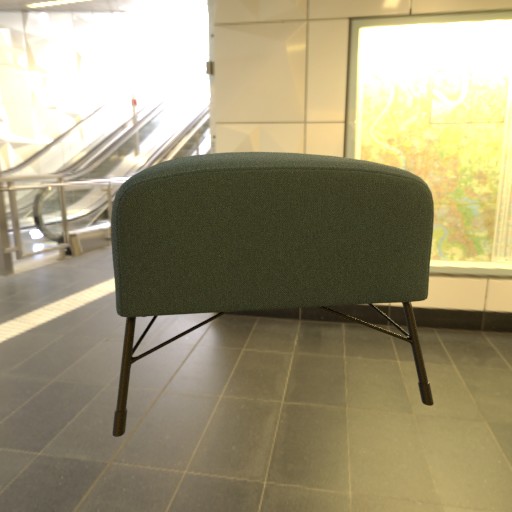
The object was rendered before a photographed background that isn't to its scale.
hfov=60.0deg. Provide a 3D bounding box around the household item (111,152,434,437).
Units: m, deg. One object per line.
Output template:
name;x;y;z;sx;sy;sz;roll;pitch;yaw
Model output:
household item;0.000;0.000;0.917;0.530;0.420;0.530;-2;13;-9
